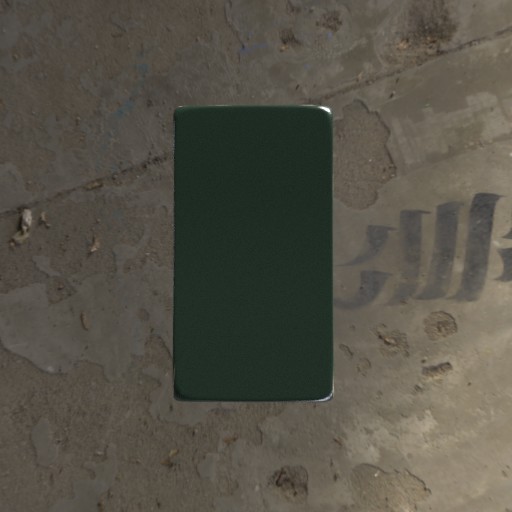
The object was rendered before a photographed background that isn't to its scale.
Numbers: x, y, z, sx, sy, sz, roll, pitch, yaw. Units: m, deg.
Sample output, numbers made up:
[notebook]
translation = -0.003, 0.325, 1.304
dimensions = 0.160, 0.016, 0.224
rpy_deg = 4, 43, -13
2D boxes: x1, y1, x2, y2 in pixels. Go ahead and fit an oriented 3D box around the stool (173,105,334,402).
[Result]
[stool]
translation = 0.000, 0.000, 1.027
dimensions = 0.476, 0.737, 0.457
rpy_deg = 0, 89, 1
